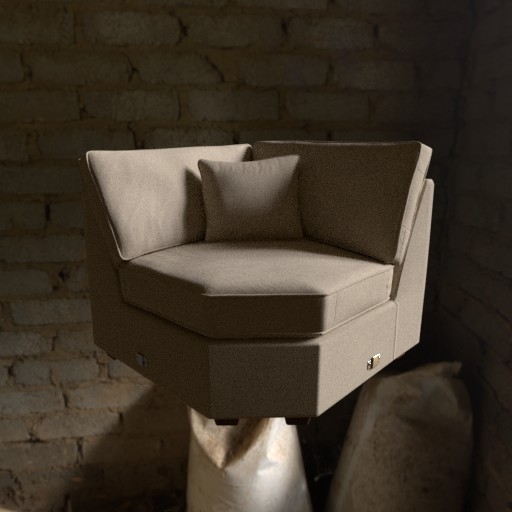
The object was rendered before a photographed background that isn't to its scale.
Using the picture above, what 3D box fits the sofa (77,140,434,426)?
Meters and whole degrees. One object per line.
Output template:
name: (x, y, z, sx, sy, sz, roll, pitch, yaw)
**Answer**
sofa: (0.000, 0.000, 1.845, 1.042, 0.937, 1.050, 14, 19, 43)
